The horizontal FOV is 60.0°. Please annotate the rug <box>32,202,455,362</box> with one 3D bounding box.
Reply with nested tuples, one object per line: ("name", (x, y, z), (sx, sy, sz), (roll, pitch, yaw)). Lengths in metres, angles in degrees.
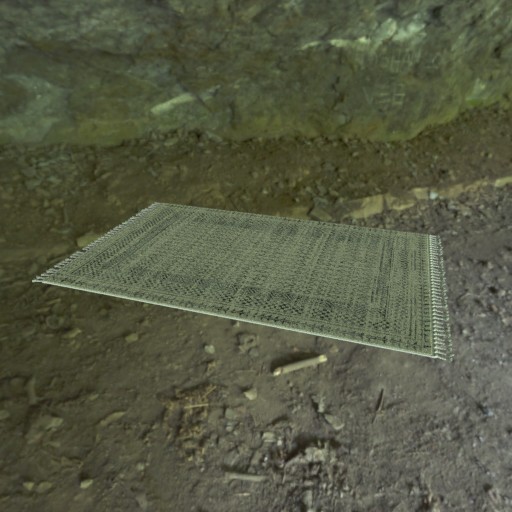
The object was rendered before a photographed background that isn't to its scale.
("rug", (0.000, 0.000, 3.085), (2.486, 0.013, 1.548), (8, 28, 16))
